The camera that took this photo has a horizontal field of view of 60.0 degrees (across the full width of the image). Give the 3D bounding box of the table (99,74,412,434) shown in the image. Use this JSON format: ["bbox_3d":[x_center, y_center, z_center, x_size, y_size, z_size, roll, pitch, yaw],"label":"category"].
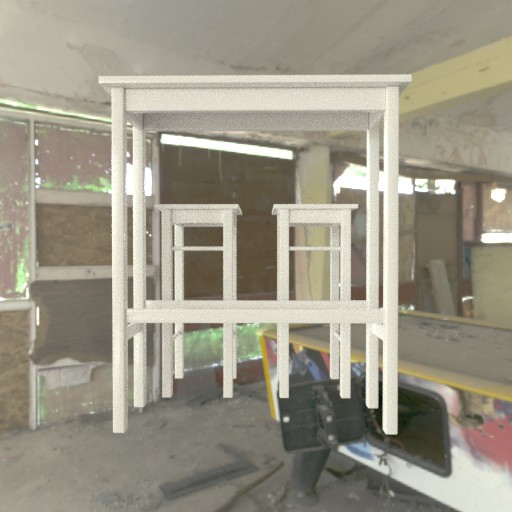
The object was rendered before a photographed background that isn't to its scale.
[{"bbox_3d":[0.000,0.000,1.625,0.915,1.065,0.650,0,1,1],"label":"table"}]
